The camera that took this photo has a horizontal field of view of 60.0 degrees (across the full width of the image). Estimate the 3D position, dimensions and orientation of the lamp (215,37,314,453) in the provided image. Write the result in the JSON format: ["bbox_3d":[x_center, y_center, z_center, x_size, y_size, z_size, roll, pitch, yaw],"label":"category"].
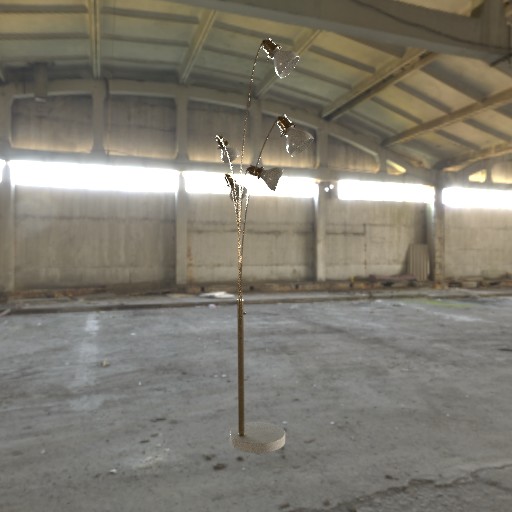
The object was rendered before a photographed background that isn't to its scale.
[{"bbox_3d":[0.000,0.000,2.935,0.361,2.423,1.405,0,0,-19],"label":"lamp"}]
